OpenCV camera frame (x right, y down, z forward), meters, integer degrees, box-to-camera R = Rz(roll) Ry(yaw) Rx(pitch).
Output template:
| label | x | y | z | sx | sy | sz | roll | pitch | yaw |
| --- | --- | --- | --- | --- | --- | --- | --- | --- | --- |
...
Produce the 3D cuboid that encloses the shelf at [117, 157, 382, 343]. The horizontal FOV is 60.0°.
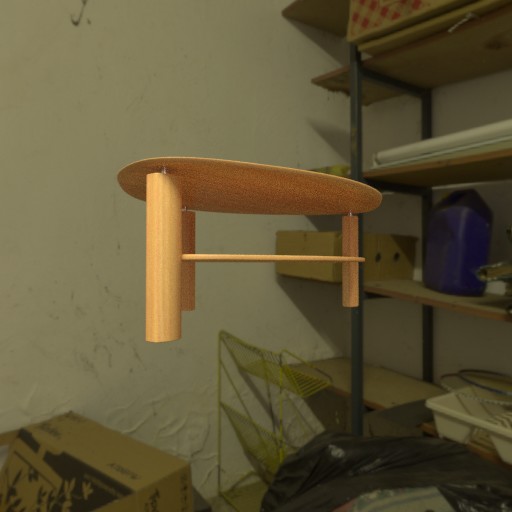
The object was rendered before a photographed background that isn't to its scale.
| label | x | y | z | sx | sy | sz | roll | pitch | yaw |
| --- | --- | --- | --- | --- | --- | --- | --- | --- | --- |
| shelf | 0.000 | 0.000 | 1.632 | 0.845 | 0.440 | 1.246 | -1 | -2 | 36 |
